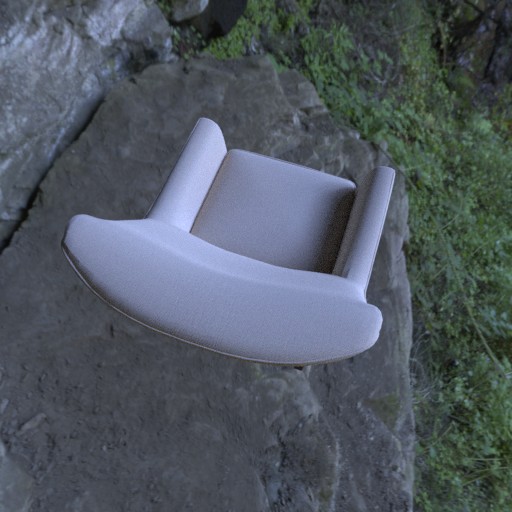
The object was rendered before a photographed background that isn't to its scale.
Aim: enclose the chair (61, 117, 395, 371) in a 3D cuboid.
[{"bbox_3d":[0.000,0.000,1.493,0.756,0.916,0.879,17,65,8],"label":"chair"}]
